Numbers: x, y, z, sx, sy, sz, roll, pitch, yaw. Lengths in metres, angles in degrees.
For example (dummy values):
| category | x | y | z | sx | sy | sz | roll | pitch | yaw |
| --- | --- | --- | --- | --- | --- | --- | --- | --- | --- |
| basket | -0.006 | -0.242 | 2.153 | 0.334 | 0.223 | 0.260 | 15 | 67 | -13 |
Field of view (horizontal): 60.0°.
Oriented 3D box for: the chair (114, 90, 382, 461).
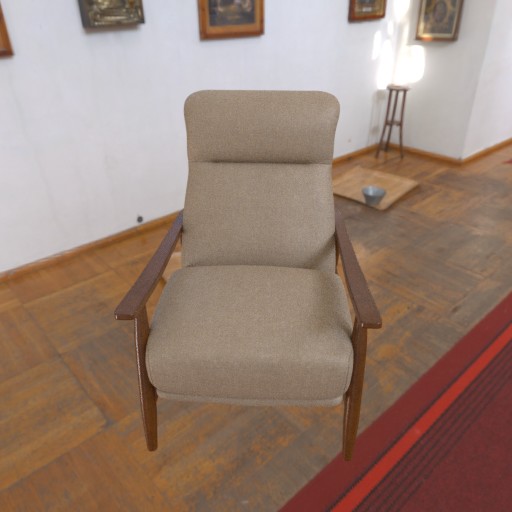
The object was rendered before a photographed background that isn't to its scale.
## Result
| category | x | y | z | sx | sy | sz | roll | pitch | yaw |
| --- | --- | --- | --- | --- | --- | --- | --- | --- | --- |
| chair | 0.000 | 0.000 | 1.731 | 0.762 | 1.082 | 1.030 | 2 | 30 | 3 |
